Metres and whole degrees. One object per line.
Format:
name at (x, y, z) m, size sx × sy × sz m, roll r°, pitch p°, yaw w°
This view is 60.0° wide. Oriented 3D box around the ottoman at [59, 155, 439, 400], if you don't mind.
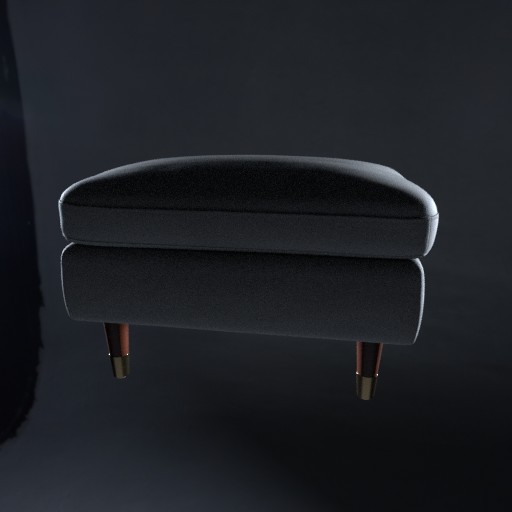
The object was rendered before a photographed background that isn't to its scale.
ottoman at (0.000, 0.000, 1.103) m, size 0.747 × 0.478 × 0.593 m, roll 3°, pitch 17°, yaw 8°
